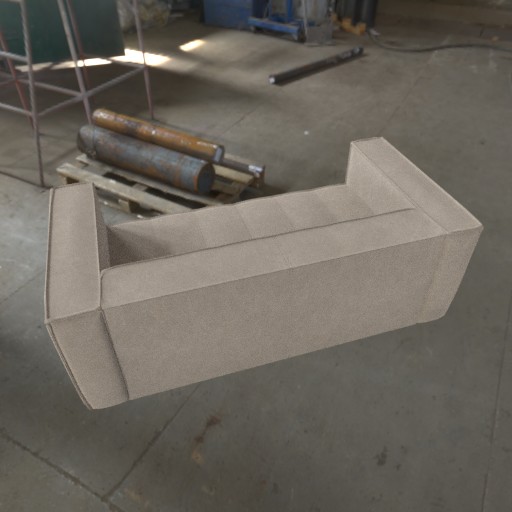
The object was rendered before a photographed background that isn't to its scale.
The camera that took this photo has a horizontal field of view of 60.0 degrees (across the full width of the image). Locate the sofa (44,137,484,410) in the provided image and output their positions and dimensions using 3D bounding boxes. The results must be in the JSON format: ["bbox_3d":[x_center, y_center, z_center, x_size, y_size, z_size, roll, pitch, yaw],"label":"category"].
[{"bbox_3d":[0.000,0.000,2.421,1.995,0.680,1.038,-12,42,-13],"label":"sofa"}]
